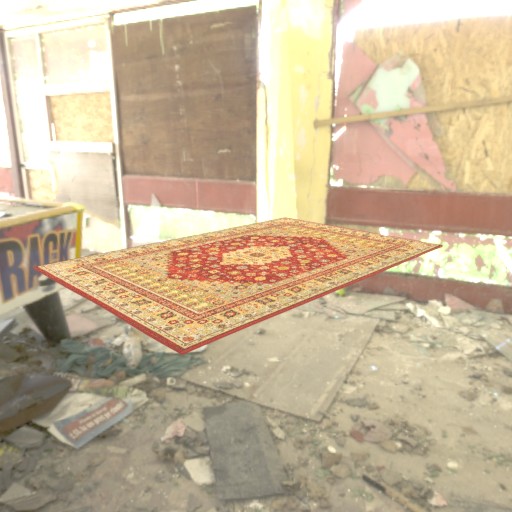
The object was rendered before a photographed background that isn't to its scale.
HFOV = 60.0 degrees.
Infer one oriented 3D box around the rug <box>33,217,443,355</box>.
[{"bbox_3d":[0.000,0.000,2.310,1.802,0.013,1.194,-15,22,-43],"label":"rug"}]
